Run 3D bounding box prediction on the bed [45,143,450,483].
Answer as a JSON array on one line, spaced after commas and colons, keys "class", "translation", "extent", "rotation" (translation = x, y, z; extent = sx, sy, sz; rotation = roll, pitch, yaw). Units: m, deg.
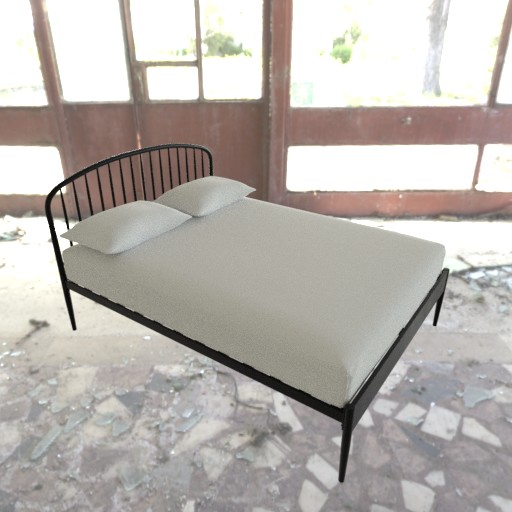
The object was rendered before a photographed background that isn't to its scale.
[{"class": "bed", "translation": [0.000, 0.000, 2.992], "extent": [2.159, 1.166, 1.618], "rotation": [17, 31, 31]}]
